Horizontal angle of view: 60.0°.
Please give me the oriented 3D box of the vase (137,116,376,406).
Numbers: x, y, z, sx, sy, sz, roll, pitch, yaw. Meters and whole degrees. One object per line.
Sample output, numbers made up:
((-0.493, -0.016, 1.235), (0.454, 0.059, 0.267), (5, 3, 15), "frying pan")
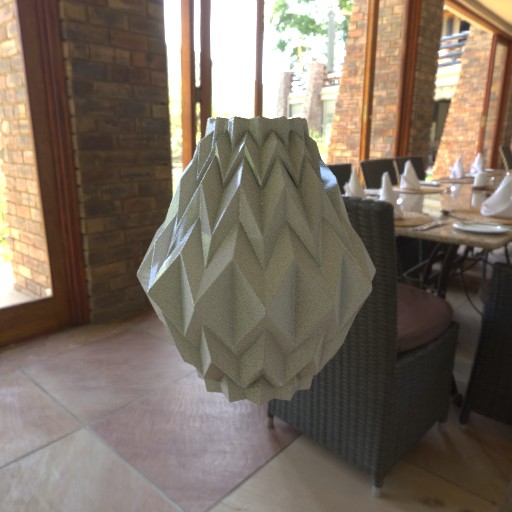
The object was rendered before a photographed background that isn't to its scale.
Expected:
((0.000, 0.000, 0.311), (0.164, 0.185, 0.164), (0, 15, 0), "vase")
